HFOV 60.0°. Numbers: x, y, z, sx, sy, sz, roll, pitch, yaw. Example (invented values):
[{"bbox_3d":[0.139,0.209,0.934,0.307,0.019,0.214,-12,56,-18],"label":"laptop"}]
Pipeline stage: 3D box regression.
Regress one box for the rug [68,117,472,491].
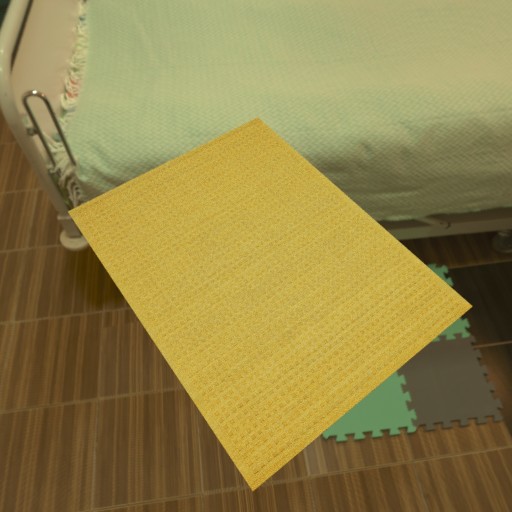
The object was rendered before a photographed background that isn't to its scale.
[{"bbox_3d":[0.000,0.000,4.333,2.486,0.015,3.242,-32,62,-19],"label":"rug"}]
